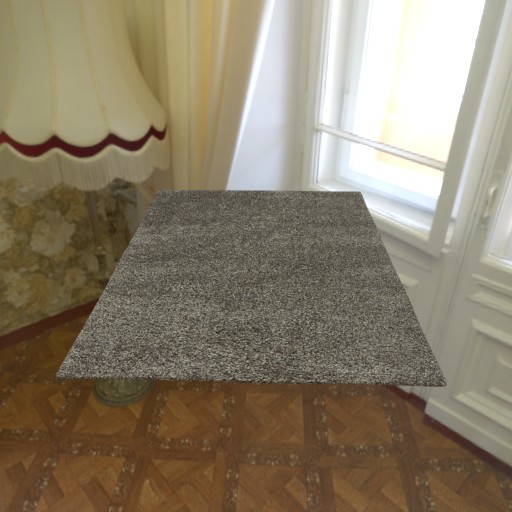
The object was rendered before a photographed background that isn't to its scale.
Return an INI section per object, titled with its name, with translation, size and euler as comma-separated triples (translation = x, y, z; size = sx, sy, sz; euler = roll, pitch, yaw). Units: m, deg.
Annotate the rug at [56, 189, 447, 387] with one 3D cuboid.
[rug]
translation = 0.000, 0.000, 3.993
size = 2.401, 0.025, 3.000
euler = 1, 31, 1
